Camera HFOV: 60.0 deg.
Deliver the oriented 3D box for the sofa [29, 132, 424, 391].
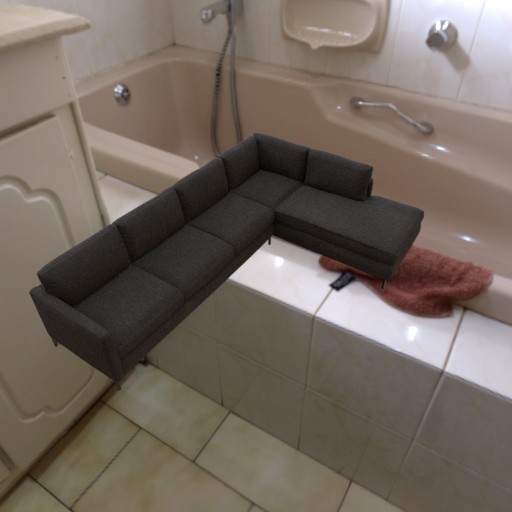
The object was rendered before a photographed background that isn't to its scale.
[{"bbox_3d":[0.000,0.000,3.793,2.007,0.815,2.949,24,45,25],"label":"sofa"}]
